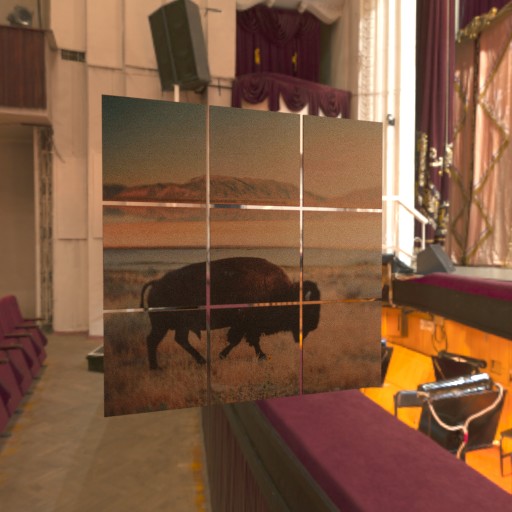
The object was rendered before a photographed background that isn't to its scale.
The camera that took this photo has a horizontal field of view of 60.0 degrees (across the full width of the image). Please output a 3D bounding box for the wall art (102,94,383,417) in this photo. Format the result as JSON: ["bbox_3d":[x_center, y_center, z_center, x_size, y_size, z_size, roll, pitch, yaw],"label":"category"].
[{"bbox_3d":[0.000,0.000,2.347,1.533,1.532,0.019,0,1,-18],"label":"wall art"}]
